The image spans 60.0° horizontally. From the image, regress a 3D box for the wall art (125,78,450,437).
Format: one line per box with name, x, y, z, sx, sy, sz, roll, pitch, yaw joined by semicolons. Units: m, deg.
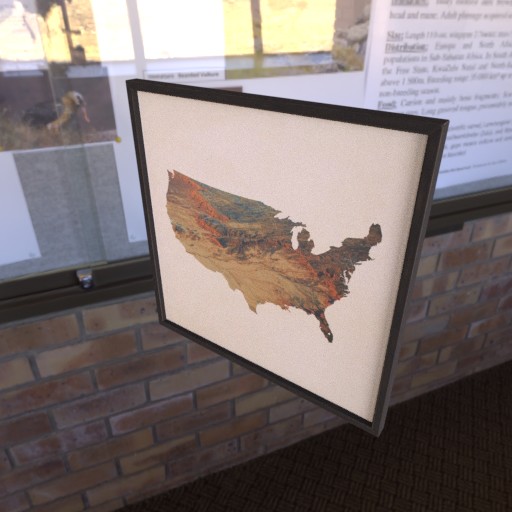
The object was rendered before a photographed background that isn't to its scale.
wall art;0.000;0.000;0.440;0.304;0.303;0.015;20;35;30
